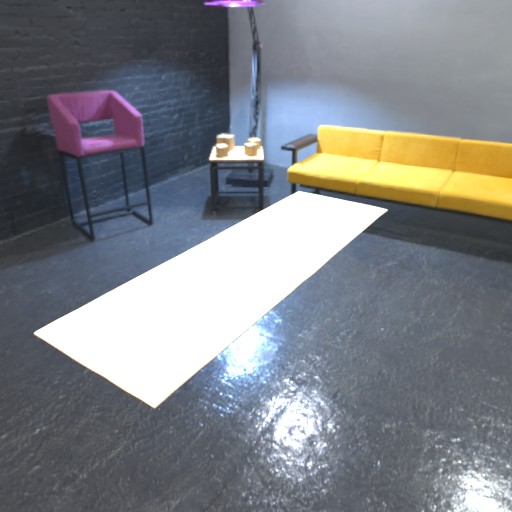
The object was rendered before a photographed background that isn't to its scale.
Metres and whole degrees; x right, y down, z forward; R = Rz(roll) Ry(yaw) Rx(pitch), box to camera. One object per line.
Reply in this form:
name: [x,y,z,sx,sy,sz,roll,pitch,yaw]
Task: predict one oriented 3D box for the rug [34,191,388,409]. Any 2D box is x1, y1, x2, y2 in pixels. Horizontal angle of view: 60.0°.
rug: [0.000,0.000,2.709,0.793,0.014,2.450,17,32,30]
